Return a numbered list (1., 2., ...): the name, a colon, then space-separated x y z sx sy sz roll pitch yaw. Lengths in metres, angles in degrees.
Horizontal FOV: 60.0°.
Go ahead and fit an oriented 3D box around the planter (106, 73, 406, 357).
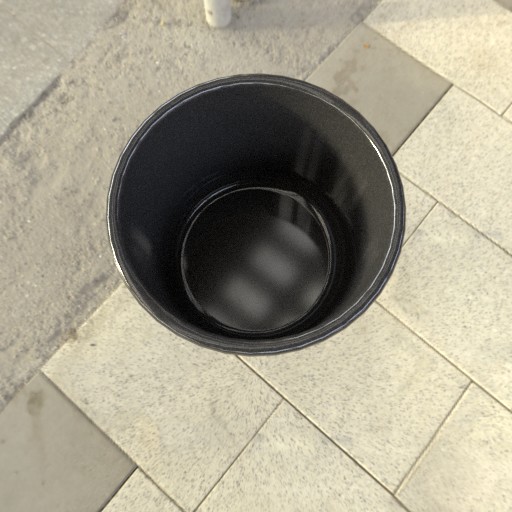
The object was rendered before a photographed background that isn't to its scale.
1. planter: 0.000 0.000 0.538 0.251 0.355 0.251 37 78 9
